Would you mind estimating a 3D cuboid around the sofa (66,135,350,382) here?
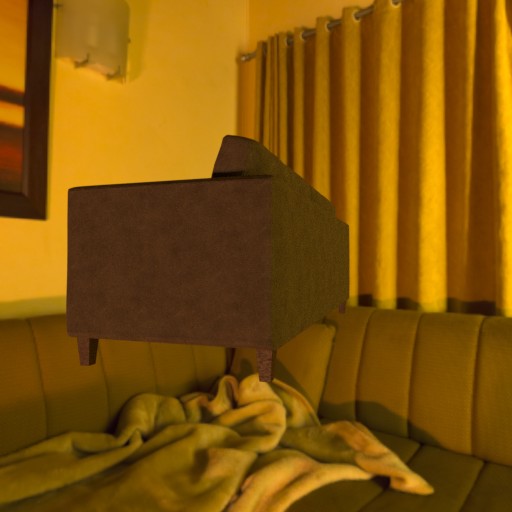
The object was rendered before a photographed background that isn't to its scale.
[{"bbox_3d":[0.000,0.000,2.870,0.951,0.965,2.434,0,-1,18],"label":"sofa"}]
